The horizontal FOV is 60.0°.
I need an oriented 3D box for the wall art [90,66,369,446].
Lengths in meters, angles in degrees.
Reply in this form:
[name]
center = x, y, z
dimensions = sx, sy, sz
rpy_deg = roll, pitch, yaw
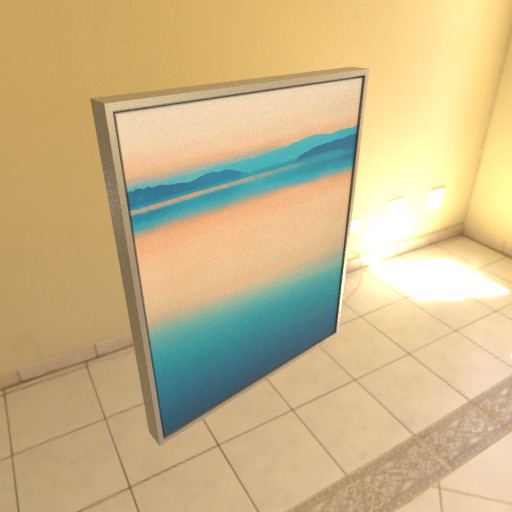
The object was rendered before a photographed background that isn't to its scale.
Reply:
[wall art]
center = 0.000, 0.000, 0.746
dimensions = 0.453, 0.554, 0.037
rpy_deg = -22, 37, -34
